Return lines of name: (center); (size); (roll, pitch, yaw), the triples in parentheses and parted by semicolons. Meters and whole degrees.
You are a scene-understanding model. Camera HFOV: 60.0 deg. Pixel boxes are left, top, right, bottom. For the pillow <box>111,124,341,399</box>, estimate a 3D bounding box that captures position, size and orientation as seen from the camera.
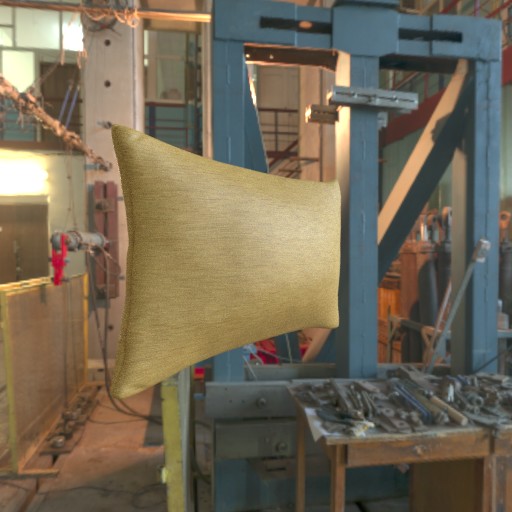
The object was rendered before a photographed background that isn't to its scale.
pillow: (0.000, 0.000, 0.812); (0.210, 0.354, 0.634); (1, 2, 36)
